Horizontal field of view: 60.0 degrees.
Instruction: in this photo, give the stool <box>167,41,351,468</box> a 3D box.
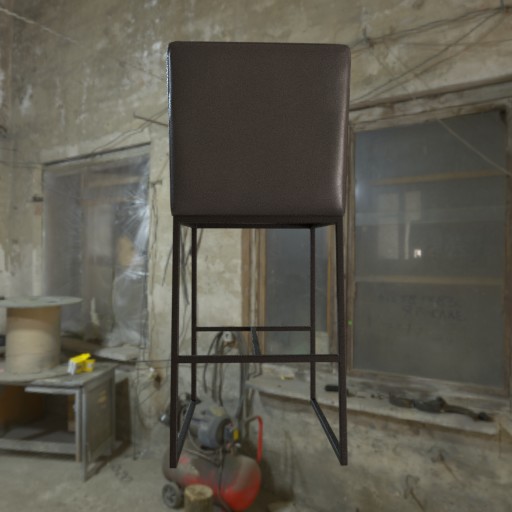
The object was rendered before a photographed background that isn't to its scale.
[{"bbox_3d":[0.000,0.000,1.327,0.457,1.040,0.552,0,-1,-2],"label":"stool"}]
